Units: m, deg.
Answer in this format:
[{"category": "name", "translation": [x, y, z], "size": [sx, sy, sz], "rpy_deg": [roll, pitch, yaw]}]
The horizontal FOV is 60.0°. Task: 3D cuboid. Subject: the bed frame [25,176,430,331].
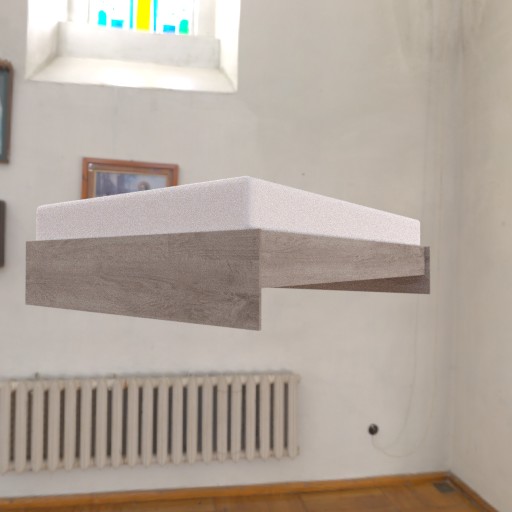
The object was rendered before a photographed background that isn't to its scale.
[{"category": "bed frame", "translation": [0.000, 0.000, 2.587], "size": [1.445, 0.497, 1.945], "rpy_deg": [-1, -1, 36]}]
